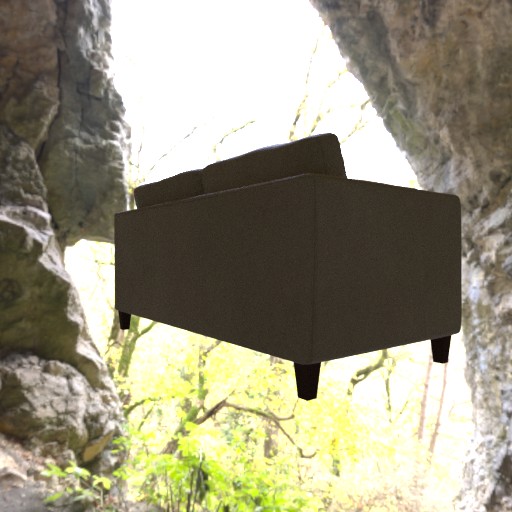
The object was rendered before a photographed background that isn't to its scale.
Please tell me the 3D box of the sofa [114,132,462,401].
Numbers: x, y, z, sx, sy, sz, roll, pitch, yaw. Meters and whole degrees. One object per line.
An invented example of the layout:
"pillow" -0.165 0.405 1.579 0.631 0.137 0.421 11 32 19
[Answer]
"sofa" 0.000 0.000 2.394 0.950 0.940 1.846 0 0 -37
